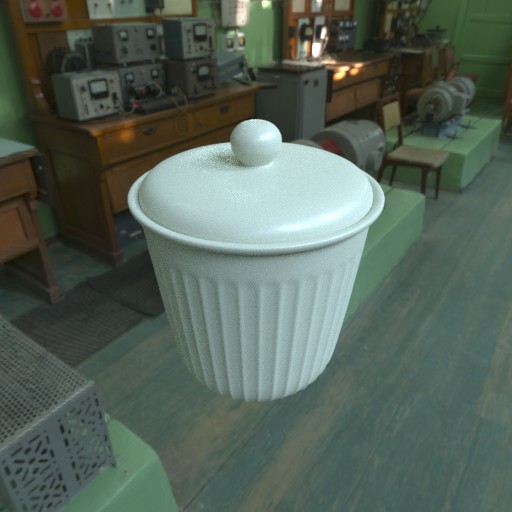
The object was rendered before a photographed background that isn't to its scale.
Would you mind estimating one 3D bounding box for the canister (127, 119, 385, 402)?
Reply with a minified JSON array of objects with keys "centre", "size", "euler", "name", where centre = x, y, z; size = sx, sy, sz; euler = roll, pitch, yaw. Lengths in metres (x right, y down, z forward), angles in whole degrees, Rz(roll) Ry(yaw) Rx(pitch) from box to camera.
[{"centre":[0.000,0.000,0.351],"size":[0.181,0.211,0.181],"euler":[0,31,0],"name":"canister"}]
